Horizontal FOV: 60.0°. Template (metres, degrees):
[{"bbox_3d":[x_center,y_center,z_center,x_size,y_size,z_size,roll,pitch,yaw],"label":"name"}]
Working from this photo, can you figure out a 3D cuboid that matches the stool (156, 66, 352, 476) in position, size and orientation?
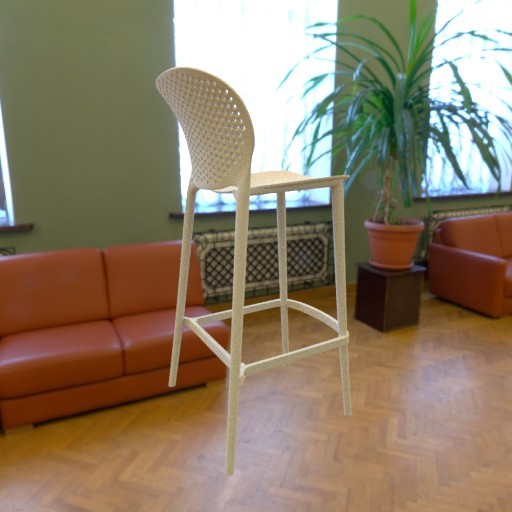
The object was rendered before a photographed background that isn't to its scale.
[{"bbox_3d":[0.000,0.000,1.385,0.535,1.045,0.536,-7,15,-27],"label":"stool"}]
